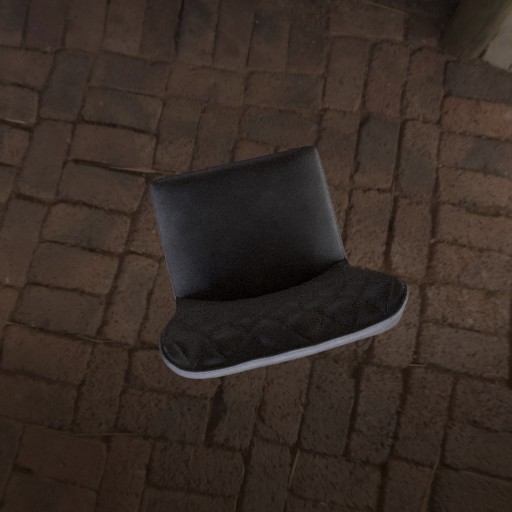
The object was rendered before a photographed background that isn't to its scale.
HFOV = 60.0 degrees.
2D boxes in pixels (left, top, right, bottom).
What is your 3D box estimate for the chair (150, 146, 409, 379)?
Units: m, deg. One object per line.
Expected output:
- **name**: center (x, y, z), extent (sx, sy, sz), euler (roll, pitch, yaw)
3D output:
- **chair**: center (0.000, 0.000, 1.240), extent (0.508, 0.889, 0.587), euler (-13, 77, -3)
